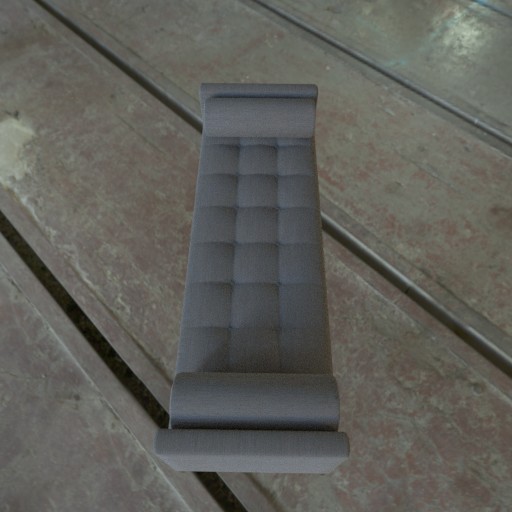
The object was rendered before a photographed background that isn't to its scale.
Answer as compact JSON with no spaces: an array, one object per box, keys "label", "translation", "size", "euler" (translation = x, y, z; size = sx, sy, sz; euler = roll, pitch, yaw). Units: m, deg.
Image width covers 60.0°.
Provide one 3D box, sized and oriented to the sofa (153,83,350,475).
[{"label":"sofa","translation":[0.000,0.000,2.288],"size":[0.686,0.635,1.981],"euler":[1,58,0]}]
